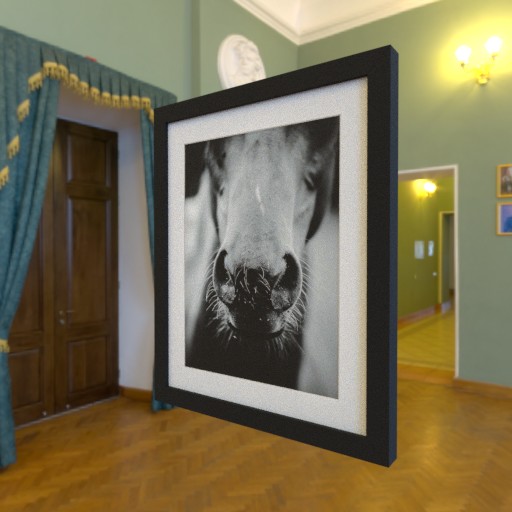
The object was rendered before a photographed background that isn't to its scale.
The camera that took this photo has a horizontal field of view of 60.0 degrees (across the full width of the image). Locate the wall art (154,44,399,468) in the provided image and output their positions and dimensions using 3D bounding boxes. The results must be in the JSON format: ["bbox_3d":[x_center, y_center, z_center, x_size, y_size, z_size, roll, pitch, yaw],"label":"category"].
[{"bbox_3d":[0.000,0.000,0.730,0.457,0.559,0.033,1,1,36],"label":"wall art"}]
